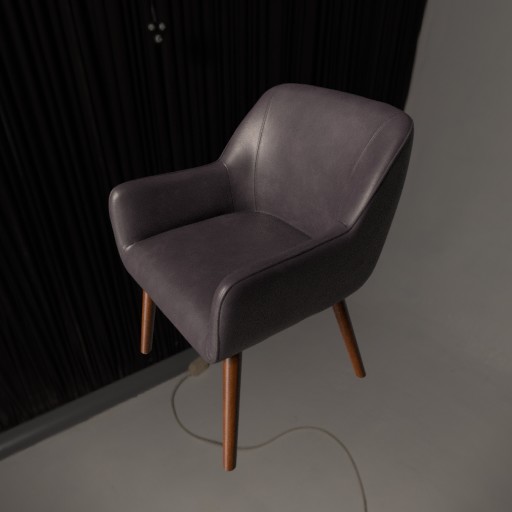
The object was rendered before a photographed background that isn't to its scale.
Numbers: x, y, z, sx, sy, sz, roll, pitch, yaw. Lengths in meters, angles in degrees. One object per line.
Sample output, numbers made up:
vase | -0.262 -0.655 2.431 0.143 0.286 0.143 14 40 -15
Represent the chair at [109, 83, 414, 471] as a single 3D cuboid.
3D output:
chair | 0.000 0.000 1.254 0.610 0.828 0.610 -20 37 -30
